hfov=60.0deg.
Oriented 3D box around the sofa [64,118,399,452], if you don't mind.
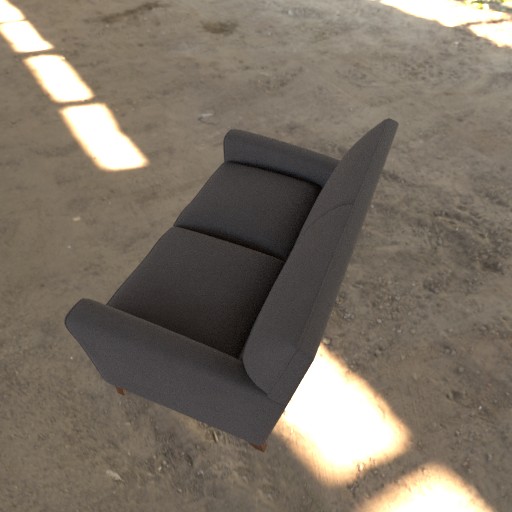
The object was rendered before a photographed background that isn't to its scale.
[{"bbox_3d":[0.000,0.000,1.991,0.871,0.846,1.420,16,47,15],"label":"sofa"}]
